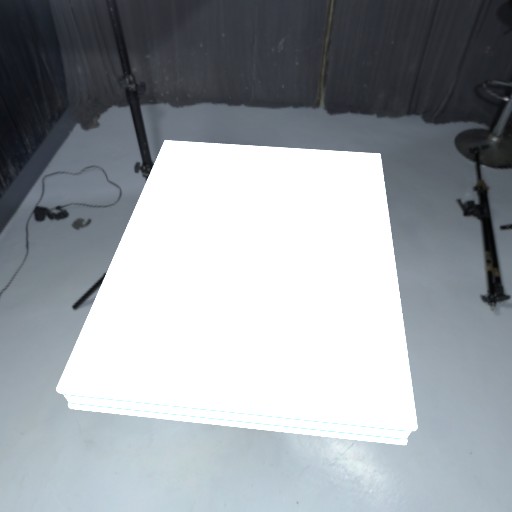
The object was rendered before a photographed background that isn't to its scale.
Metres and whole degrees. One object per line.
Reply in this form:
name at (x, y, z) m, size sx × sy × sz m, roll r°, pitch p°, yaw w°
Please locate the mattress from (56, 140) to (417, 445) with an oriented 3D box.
mattress at (0.000, 0.000, 2.680) m, size 1.600 × 0.230 × 2.000 m, roll 5°, pitch 48°, yaw 4°
